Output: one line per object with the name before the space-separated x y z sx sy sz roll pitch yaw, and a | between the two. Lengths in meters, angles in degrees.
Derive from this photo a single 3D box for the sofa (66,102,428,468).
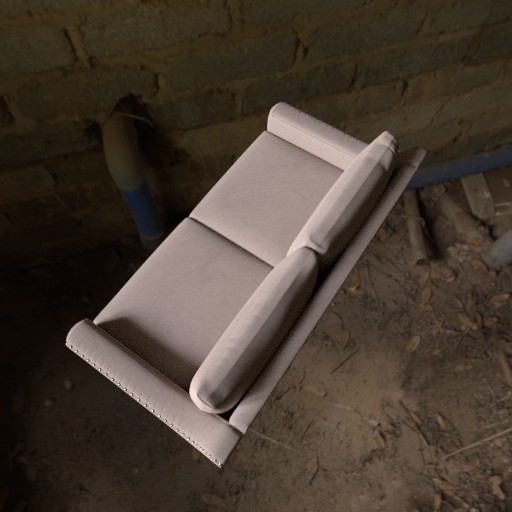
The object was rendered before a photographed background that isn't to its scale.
sofa | 0.000 0.000 2.527 1.030 0.901 1.967 32 67 15
